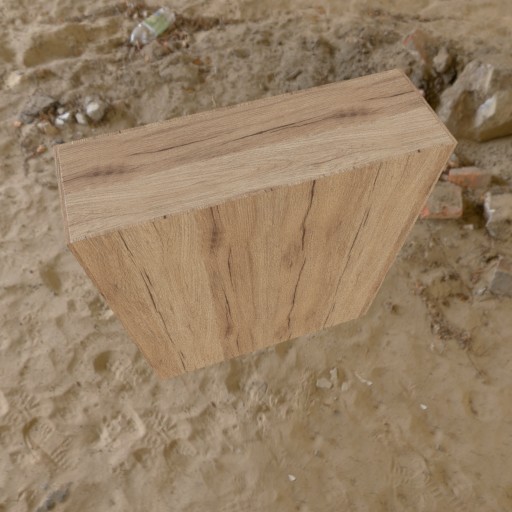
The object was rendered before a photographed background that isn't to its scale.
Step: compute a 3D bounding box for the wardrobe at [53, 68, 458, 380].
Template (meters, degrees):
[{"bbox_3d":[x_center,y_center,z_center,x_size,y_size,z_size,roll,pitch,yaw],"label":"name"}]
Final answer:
[{"bbox_3d":[0.000,0.000,2.969,1.810,2.070,0.580,-16,61,-9],"label":"wardrobe"}]
